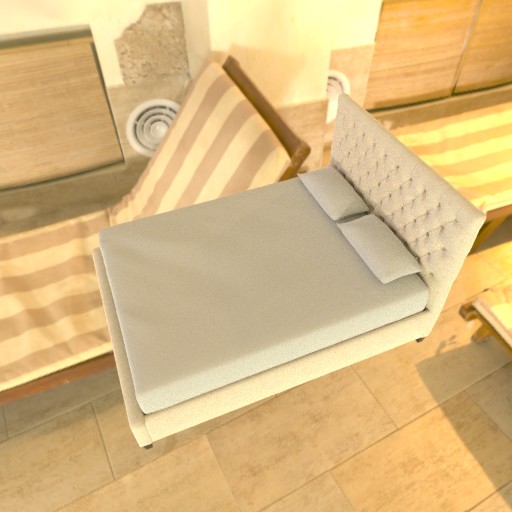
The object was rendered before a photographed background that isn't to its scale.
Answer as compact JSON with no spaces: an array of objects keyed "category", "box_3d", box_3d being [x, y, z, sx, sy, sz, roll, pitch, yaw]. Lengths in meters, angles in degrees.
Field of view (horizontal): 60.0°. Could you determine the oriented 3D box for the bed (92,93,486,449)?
[{"category":"bed","box_3d":[0.000,0.000,3.399,2.387,1.427,1.698,-17,49,-15]}]
